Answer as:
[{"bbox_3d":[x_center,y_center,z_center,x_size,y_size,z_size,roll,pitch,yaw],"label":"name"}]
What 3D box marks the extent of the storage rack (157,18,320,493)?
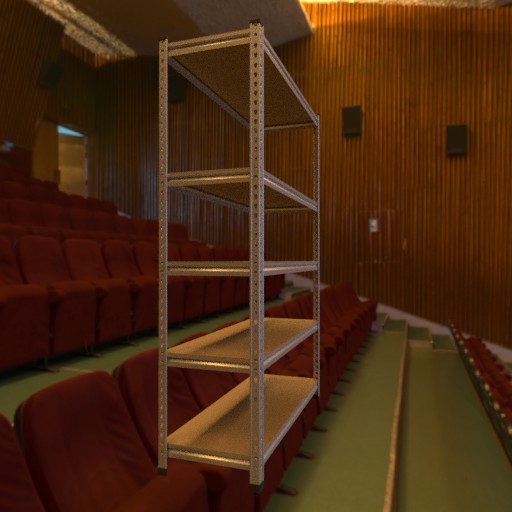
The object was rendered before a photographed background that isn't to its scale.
[{"bbox_3d":[0.000,0.000,2.354,0.457,1.829,1.219,0,-1,19],"label":"storage rack"}]
